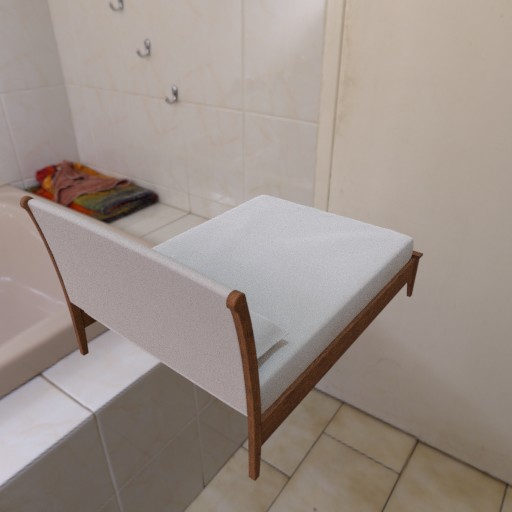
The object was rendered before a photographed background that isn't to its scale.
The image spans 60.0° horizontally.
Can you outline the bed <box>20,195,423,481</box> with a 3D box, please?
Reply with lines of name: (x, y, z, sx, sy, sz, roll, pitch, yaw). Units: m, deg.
bed: (0.000, 0.000, 2.881, 1.502, 1.135, 2.108, 21, 36, 32)
